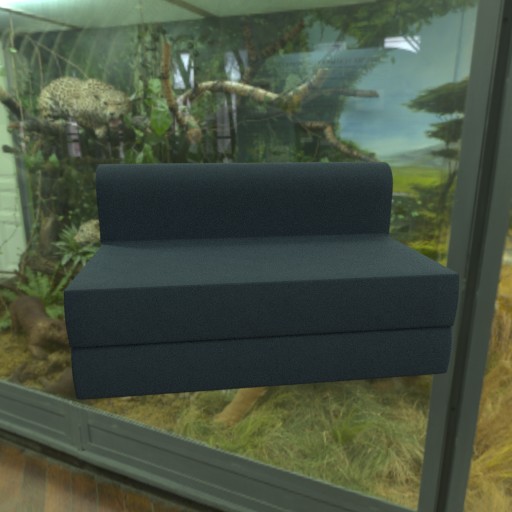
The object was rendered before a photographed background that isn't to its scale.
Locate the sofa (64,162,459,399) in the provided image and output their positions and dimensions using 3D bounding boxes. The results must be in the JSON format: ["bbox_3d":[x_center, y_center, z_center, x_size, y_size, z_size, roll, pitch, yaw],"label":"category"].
[{"bbox_3d":[0.000,0.000,1.683,1.219,0.660,0.762,-2,16,-7],"label":"sofa"}]
